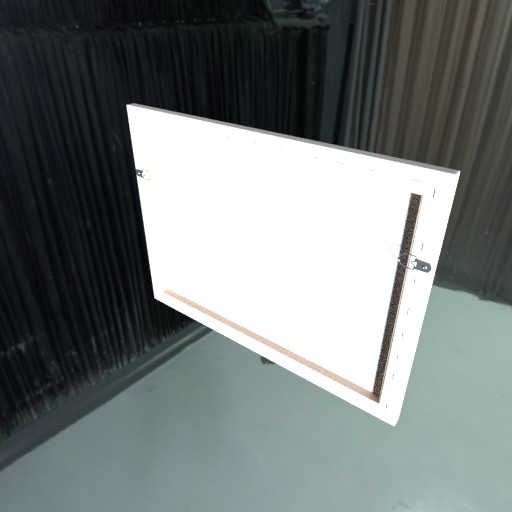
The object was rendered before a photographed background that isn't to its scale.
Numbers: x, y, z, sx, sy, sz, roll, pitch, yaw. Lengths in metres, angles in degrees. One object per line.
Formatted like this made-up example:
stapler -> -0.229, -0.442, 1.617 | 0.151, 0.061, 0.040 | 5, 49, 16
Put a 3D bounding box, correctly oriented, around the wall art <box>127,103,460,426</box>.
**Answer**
wall art -> 0.000, 0.000, 1.617 | 1.219, 0.912, 0.042 | 22, 37, 31
